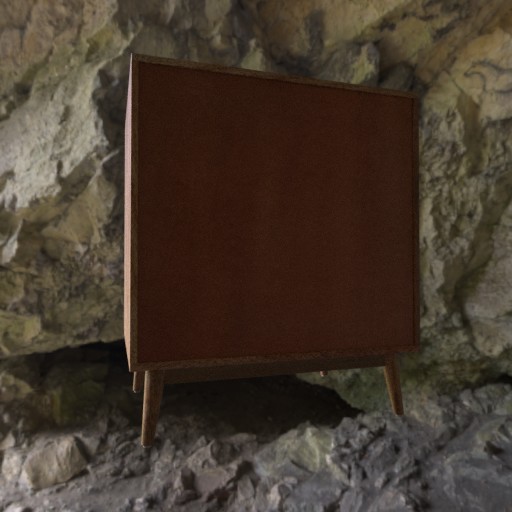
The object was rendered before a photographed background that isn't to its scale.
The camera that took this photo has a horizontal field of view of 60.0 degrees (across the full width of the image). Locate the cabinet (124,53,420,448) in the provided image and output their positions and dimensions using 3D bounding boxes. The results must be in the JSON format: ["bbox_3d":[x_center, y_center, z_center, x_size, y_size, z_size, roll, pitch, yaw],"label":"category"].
[{"bbox_3d":[0.000,0.000,1.155,0.647,0.758,0.473,0,-1,-18],"label":"cabinet"}]
